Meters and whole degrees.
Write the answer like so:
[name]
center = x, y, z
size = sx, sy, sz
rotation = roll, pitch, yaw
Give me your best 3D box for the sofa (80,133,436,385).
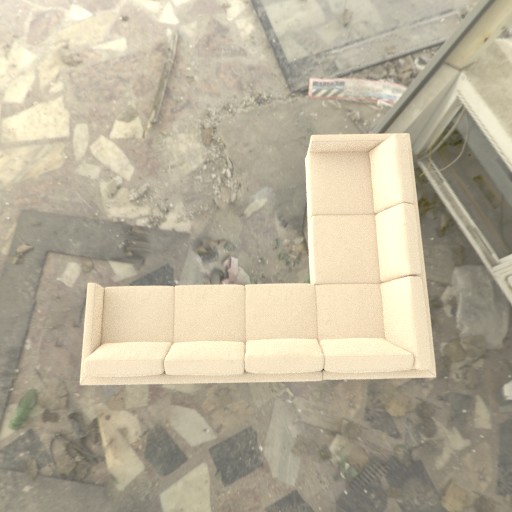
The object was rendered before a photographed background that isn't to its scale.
[sofa]
center = 0.000, 0.000, 4.451
size = 3.182, 0.863, 2.432
rotation = -1, 76, 0
